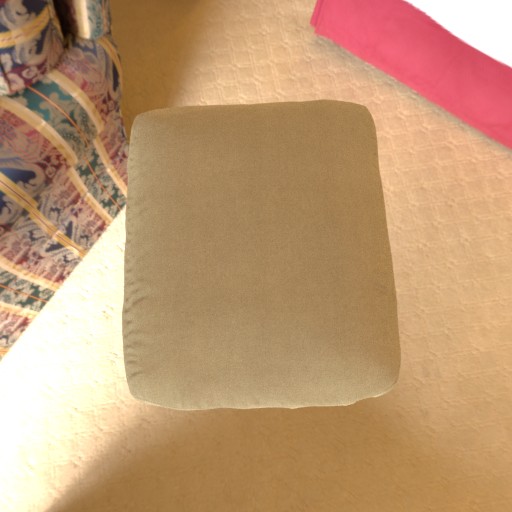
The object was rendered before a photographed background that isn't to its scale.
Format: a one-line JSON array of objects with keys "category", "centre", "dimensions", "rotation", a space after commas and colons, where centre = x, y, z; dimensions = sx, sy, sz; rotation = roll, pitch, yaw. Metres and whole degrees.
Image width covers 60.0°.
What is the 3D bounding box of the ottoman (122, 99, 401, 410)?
[{"category": "ottoman", "centre": [0.000, 0.000, 1.090], "dimensions": [0.584, 0.480, 0.712], "rotation": [-2, 75, -1]}]
